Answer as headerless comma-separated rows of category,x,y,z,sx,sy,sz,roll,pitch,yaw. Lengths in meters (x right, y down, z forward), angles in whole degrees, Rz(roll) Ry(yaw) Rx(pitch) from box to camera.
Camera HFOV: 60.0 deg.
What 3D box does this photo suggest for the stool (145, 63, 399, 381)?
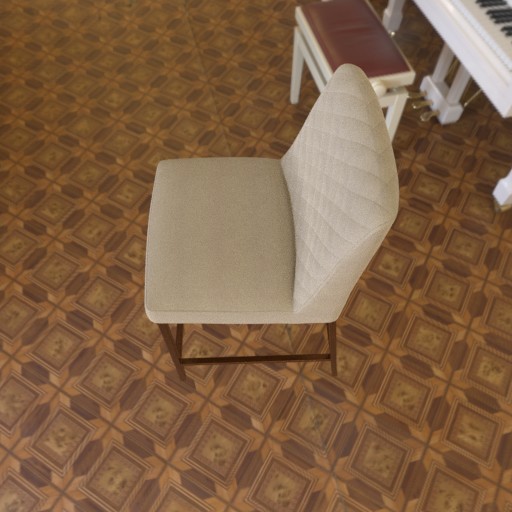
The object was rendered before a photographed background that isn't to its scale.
stool,0.000,0.000,1.305,0.576,0.973,0.507,-2,59,-1
